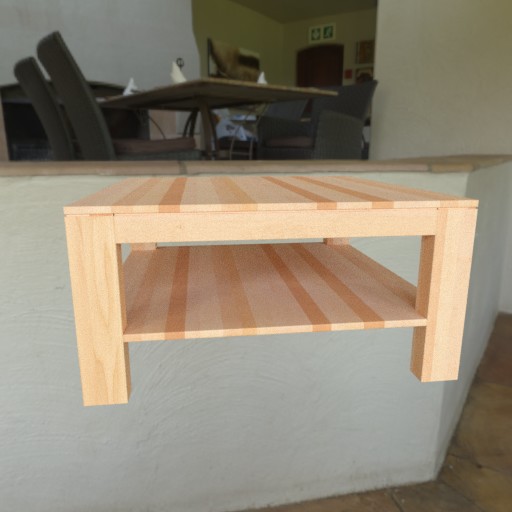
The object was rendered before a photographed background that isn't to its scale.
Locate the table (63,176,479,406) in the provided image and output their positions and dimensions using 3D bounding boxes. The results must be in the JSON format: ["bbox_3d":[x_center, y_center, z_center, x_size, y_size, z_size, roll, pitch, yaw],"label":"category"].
[{"bbox_3d":[0.000,0.000,1.433,0.900,0.450,0.900,-2,14,-7],"label":"table"}]
